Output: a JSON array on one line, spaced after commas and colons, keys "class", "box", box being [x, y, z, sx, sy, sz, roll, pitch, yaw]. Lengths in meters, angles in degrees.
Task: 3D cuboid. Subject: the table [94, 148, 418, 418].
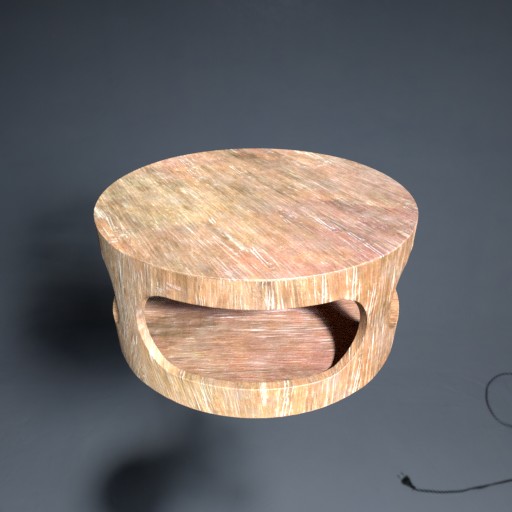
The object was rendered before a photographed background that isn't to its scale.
[{"class": "table", "box": [0.000, 0.000, 1.508, 0.974, 0.450, 0.974, 0, 30, 0]}]
